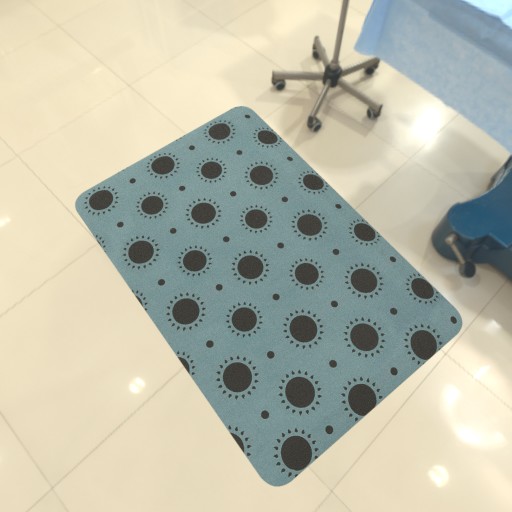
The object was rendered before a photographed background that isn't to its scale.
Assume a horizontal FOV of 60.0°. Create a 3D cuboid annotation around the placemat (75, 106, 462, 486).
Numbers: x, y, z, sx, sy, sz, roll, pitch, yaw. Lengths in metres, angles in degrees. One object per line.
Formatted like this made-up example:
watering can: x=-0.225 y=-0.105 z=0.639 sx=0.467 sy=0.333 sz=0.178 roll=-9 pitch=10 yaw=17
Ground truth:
placemat: x=0.000 y=0.000 z=0.956 sx=0.508 sy=0.021 sz=0.762 roll=-34 pitch=68 yaw=-16
